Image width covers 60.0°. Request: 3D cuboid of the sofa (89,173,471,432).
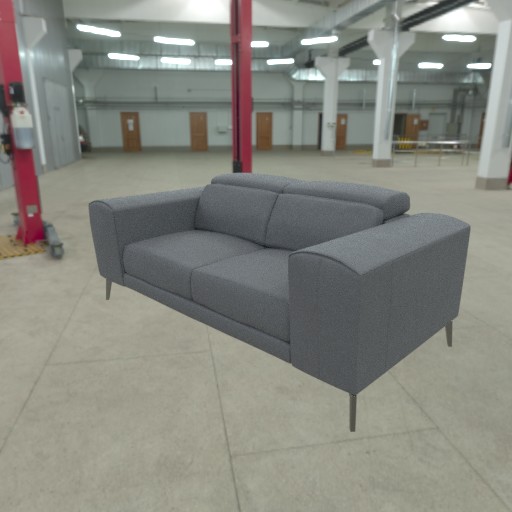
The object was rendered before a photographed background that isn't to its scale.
[{"bbox_3d":[0.000,0.000,2.427,1.895,0.779,1.003,15,23,42],"label":"sofa"}]
